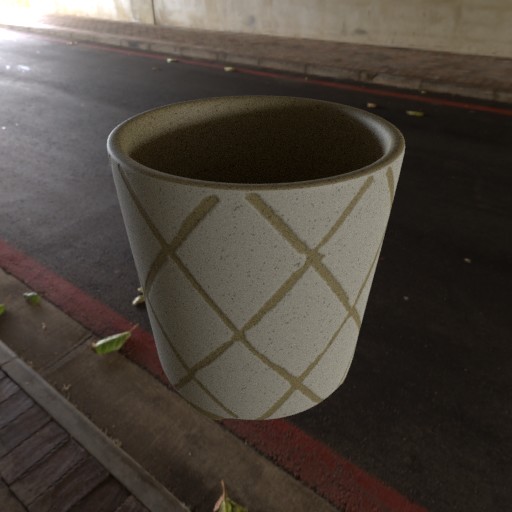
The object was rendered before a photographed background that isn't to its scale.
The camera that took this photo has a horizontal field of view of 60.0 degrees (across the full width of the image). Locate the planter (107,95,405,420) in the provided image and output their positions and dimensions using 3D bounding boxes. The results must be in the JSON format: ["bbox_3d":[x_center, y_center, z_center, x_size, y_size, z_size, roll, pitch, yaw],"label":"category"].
[{"bbox_3d":[0.000,0.000,0.347,0.191,0.199,0.191,0,33,0],"label":"planter"}]
